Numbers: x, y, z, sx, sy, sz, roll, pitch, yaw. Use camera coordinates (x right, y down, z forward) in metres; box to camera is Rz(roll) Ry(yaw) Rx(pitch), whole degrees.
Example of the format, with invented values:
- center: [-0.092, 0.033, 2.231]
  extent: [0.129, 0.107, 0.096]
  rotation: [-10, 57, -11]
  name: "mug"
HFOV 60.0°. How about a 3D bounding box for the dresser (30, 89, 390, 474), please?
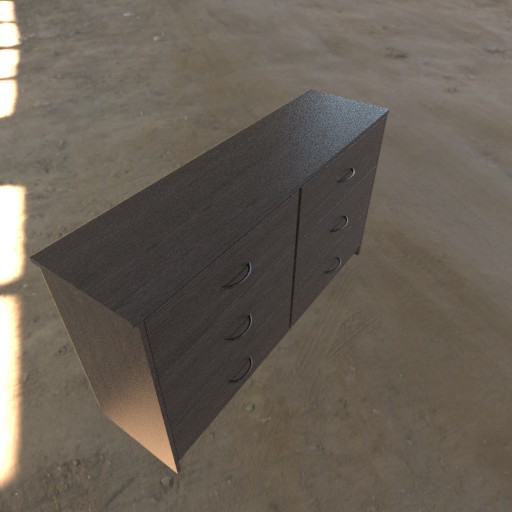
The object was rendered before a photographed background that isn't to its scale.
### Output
- center: [0.000, 0.000, 1.665]
  extent: [0.401, 0.755, 1.360]
  rotation: [25, 47, 26]
  name: "dresser"
